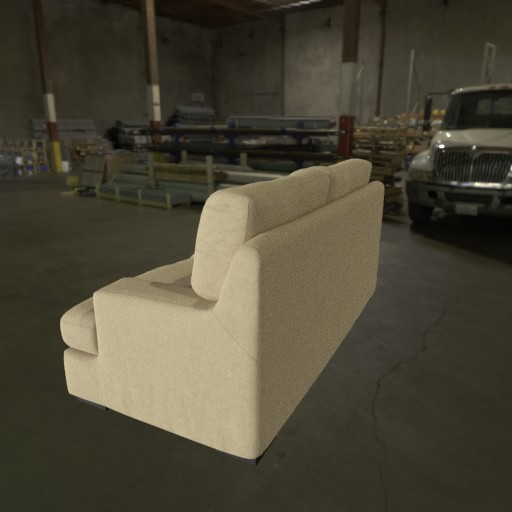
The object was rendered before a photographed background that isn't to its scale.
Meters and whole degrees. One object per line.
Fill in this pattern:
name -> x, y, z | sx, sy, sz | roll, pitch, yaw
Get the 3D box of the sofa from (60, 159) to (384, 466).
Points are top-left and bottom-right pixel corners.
sofa -> 0.000, 0.000, 2.394 | 0.962, 0.967, 1.885 | 8, 18, 26
